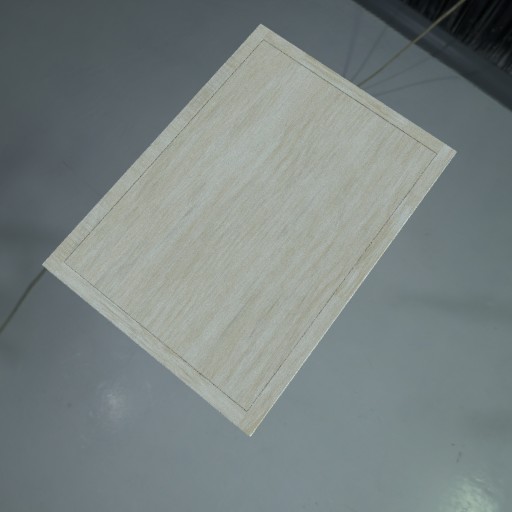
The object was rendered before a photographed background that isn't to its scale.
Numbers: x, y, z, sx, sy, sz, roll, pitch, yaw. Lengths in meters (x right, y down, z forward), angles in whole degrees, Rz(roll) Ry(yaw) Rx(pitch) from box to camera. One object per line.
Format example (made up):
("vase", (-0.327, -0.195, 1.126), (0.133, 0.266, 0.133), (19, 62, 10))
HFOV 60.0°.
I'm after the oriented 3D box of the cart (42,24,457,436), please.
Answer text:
("cart", (0.000, 0.000, 1.414), (0.559, 0.914, 0.762), (37, 79, 8))
